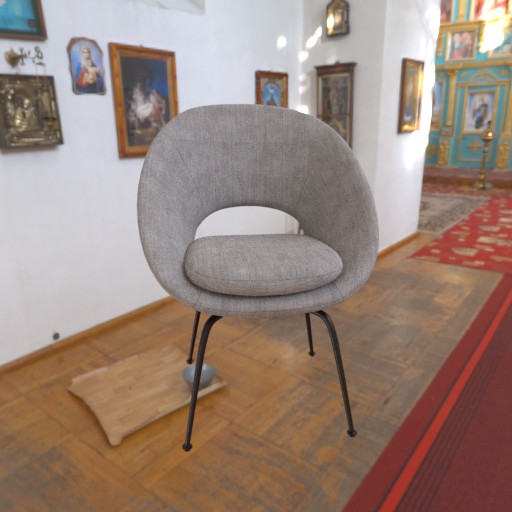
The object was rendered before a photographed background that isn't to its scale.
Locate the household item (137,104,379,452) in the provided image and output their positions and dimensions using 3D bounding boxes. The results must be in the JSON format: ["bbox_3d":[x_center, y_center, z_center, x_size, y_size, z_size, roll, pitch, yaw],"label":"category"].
[{"bbox_3d":[0.000,0.000,1.300,0.643,0.869,0.587,-2,16,-7],"label":"household item"}]
